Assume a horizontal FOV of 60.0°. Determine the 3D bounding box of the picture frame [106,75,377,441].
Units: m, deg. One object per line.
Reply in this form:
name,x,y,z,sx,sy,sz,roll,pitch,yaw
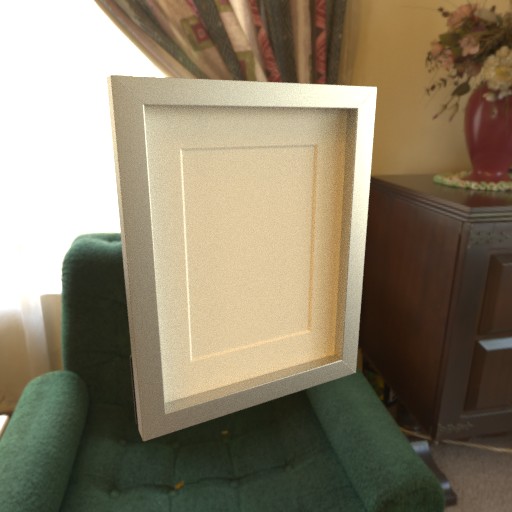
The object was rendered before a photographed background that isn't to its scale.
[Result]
picture frame,0.000,0.000,0.529,0.307,0.386,0.036,-9,19,-27
